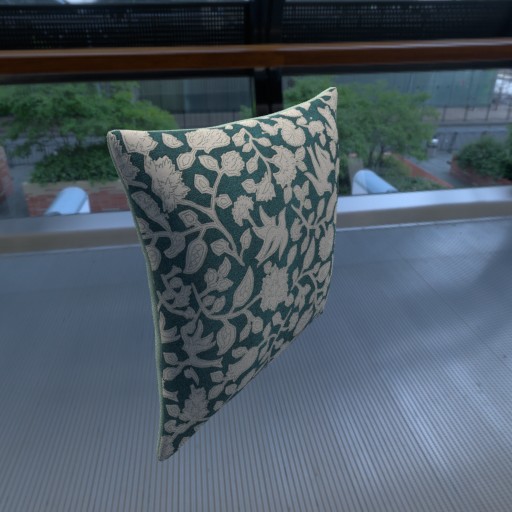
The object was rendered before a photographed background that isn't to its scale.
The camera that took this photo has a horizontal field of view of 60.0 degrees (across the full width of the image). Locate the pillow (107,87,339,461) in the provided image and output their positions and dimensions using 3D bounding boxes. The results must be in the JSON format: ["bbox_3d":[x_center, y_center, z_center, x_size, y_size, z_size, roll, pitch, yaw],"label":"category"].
[{"bbox_3d":[0.000,0.000,0.771,0.166,0.508,0.525,18,32,32],"label":"pillow"}]
